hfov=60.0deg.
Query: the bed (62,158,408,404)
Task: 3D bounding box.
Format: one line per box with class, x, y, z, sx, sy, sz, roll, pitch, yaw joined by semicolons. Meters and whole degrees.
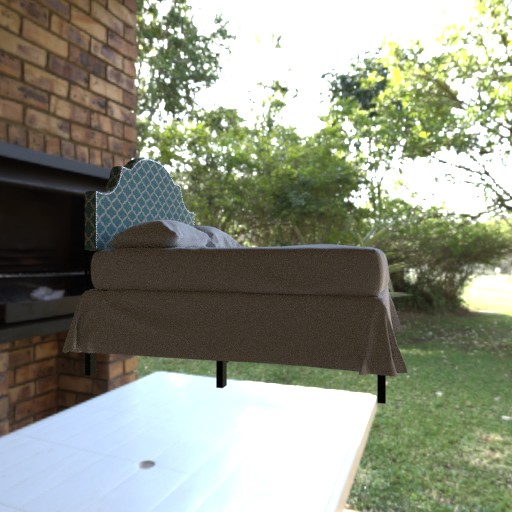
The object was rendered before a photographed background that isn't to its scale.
bed;0.000;0.000;3.497;2.222;1.633;1.780;0;0;17
